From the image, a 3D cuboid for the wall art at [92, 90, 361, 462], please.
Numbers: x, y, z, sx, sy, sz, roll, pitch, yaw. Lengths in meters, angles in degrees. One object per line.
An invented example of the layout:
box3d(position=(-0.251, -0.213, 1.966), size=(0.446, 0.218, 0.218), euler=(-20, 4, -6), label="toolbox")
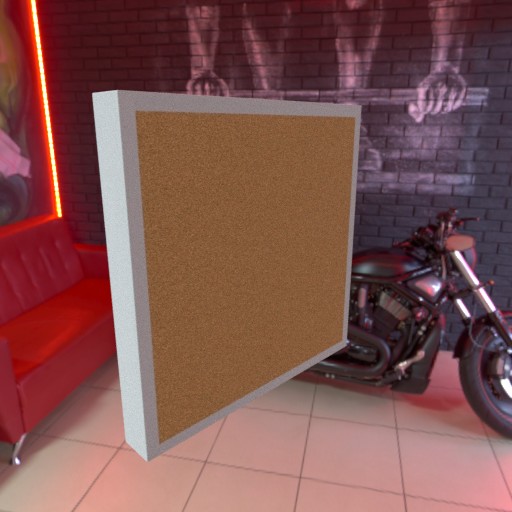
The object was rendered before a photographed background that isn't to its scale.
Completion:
box3d(position=(0.000, 0.000, 0.460), size=(0.305, 0.305, 0.038), euler=(-15, 22, -43), label="wall art")
